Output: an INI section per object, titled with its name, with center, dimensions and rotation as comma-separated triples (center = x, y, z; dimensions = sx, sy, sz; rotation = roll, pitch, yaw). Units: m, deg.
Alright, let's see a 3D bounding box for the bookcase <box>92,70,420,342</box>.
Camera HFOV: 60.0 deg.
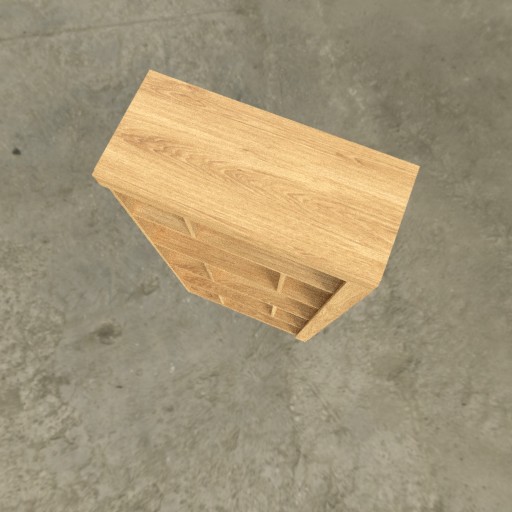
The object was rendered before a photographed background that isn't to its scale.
[bookcase]
center = 0.000, 0.000, 2.372
dimensions = 0.950, 2.020, 0.420
rotation = 22, 76, 6
